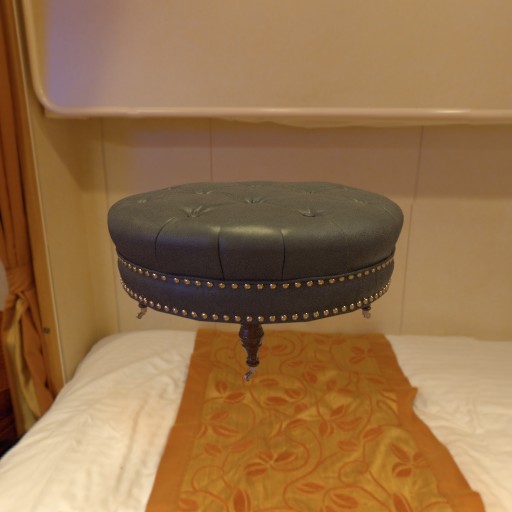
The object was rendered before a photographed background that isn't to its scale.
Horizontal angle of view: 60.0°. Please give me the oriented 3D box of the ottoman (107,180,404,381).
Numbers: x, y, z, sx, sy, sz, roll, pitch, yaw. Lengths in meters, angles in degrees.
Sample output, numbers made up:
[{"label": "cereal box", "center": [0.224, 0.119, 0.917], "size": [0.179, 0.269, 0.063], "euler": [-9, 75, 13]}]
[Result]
[{"label": "ottoman", "center": [0.000, 0.000, 1.435], "size": [0.901, 0.439, 0.901], "euler": [0, 16, 0]}]
